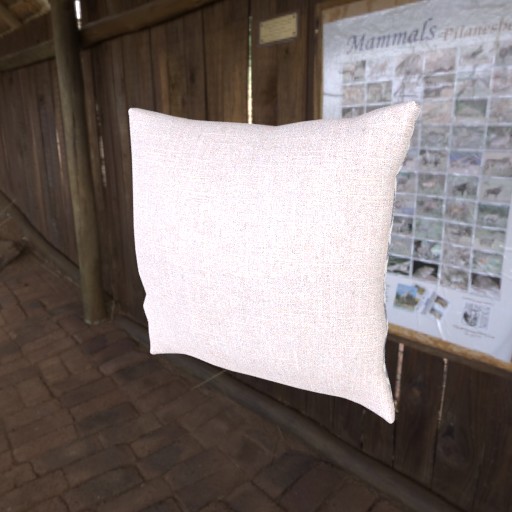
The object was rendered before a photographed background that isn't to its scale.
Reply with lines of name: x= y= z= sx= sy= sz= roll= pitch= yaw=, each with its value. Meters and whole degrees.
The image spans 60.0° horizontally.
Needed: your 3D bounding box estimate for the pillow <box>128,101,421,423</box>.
pillow: x=0.000 y=0.000 z=0.769 sx=0.508 sy=0.498 sz=0.215 roll=8 pitch=17 yaw=26
